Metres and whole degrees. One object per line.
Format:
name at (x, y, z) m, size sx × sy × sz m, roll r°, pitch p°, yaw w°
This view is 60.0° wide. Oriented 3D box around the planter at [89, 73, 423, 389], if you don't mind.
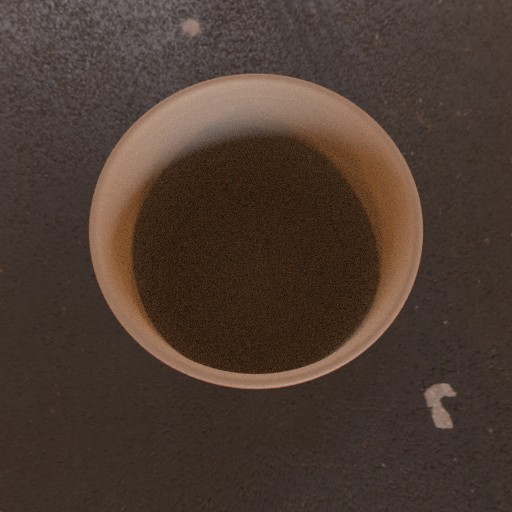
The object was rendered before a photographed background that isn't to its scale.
planter at (0.000, 0.000, 0.366) m, size 0.208 × 0.190 × 0.208 m, roll 0°, pitch 74°, yaw 0°
